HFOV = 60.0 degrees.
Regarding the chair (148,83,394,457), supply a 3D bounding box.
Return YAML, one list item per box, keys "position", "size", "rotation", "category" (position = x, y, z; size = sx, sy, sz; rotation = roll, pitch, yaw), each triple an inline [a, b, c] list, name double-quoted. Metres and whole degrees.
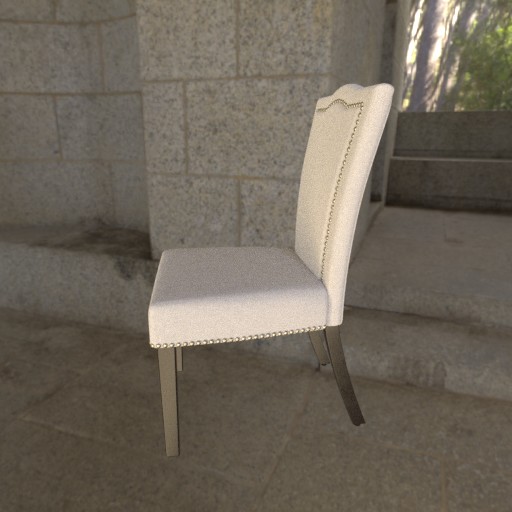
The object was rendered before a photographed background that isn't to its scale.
- position: [0.000, 0.000, 1.293]
  size: [0.589, 0.946, 0.518]
  rotation: [-2, 16, -8]
  category: "chair"
